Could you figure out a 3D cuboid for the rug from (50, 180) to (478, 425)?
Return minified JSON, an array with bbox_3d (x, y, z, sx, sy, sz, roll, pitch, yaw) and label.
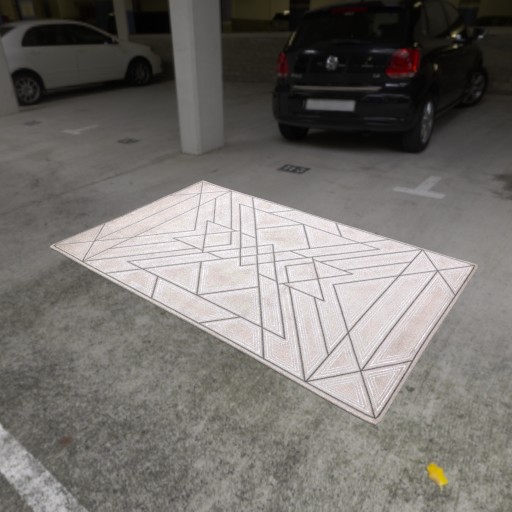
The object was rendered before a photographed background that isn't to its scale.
[{"bbox_3d":[0.000,0.000,3.001,2.459,0.023,1.575,22,37,31],"label":"rug"}]
